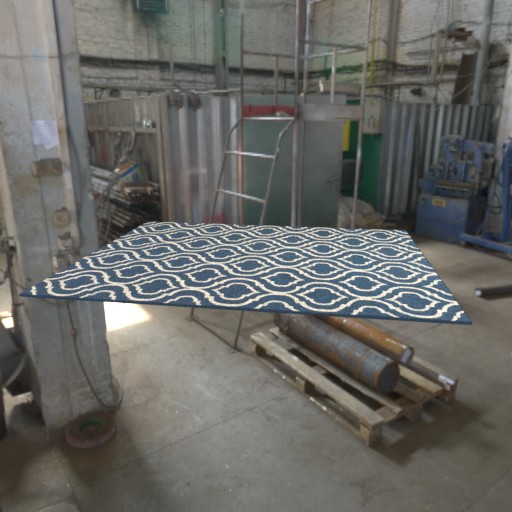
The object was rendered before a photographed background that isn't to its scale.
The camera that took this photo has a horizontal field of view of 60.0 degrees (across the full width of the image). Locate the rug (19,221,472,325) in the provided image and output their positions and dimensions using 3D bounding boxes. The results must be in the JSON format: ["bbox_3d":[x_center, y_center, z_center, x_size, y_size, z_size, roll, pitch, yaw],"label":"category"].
[{"bbox_3d":[0.000,0.000,3.841,2.881,0.020,2.270,3,17,8],"label":"rug"}]
